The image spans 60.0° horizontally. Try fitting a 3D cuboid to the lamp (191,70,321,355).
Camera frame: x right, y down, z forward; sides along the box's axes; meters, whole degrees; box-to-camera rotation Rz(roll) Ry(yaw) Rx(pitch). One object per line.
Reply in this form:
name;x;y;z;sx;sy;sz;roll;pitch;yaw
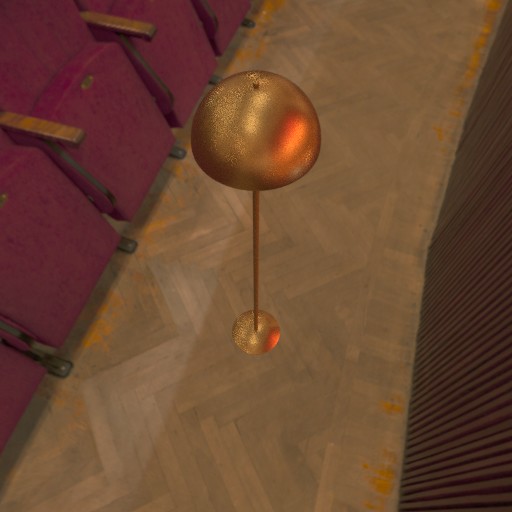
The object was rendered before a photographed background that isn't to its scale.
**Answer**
lamp;0.000;0.000;1.608;0.328;1.480;0.328;15;60;9
